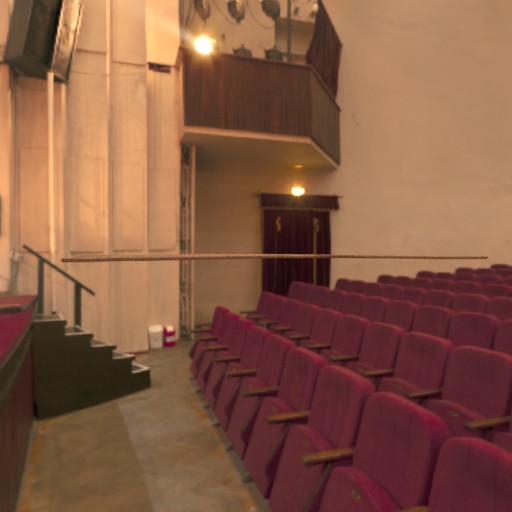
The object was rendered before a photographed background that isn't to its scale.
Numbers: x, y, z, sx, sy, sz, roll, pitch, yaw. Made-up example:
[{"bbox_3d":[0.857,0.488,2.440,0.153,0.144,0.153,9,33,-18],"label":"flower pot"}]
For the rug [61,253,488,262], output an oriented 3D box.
[{"bbox_3d":[0.000,0.000,5.045,3.778,0.053,2.873,0,1,-16],"label":"rug"}]
